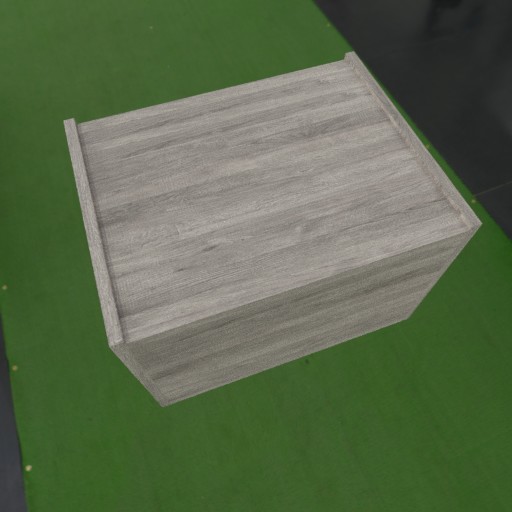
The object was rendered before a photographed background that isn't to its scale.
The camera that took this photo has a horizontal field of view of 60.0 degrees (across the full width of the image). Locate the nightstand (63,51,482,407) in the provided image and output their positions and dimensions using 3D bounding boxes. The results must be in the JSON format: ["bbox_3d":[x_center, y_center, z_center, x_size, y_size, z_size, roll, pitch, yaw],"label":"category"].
[{"bbox_3d":[0.000,0.000,0.833,0.480,0.500,0.380,-17,61,-10],"label":"nightstand"}]
